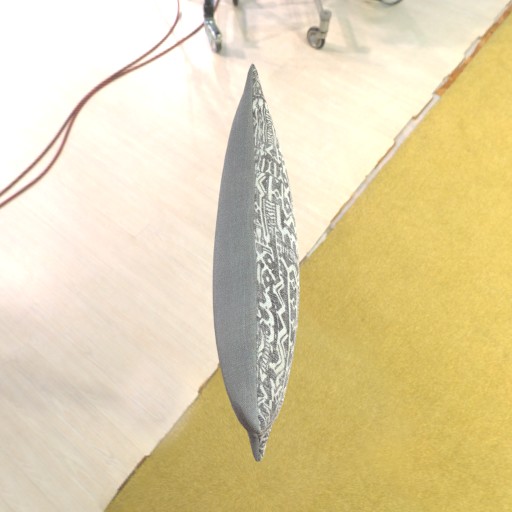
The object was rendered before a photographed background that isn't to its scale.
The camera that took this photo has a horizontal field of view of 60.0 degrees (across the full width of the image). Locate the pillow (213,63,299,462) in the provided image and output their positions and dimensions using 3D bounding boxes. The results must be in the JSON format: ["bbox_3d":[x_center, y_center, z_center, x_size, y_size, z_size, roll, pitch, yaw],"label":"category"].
[{"bbox_3d":[0.000,0.000,0.764,0.148,0.290,0.631,-1,62,0],"label":"pillow"}]
